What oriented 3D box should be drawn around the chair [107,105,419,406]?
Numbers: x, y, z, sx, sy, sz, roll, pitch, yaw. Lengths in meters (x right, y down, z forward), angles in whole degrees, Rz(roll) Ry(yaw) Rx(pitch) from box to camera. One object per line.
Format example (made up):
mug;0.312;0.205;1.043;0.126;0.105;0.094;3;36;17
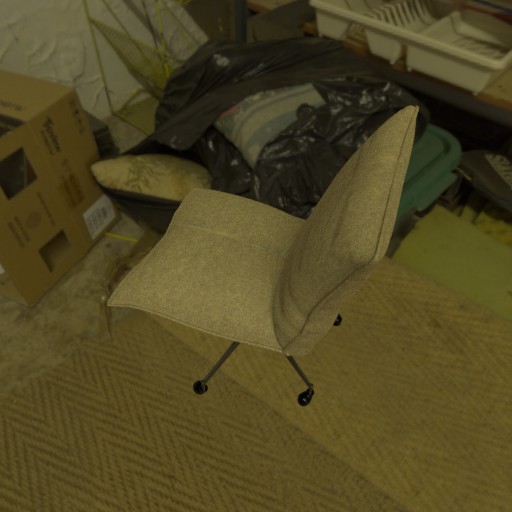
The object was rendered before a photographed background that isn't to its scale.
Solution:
chair;0.000;0.000;1.309;0.696;0.811;0.597;16;48;15
